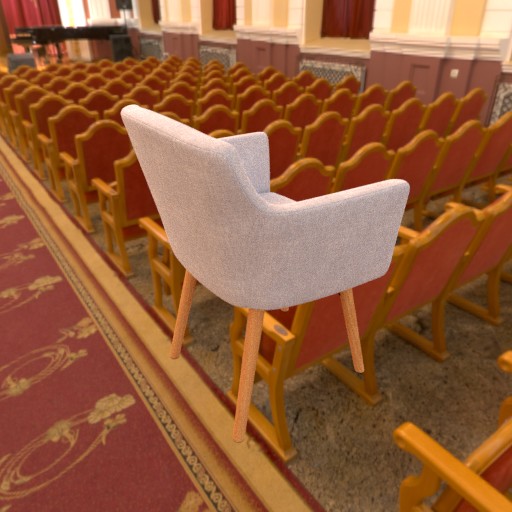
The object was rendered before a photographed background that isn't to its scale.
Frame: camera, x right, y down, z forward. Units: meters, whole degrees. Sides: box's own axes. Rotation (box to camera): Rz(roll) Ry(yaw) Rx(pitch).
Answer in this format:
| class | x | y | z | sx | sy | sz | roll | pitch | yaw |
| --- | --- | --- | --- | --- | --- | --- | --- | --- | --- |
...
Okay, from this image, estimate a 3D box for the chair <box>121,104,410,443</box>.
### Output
| class | x | y | z | sx | sy | sz | roll | pitch | yaw |
| --- | --- | --- | --- | --- | --- | --- | --- | --- | --- |
| chair | 0.000 | 0.000 | 1.179 | 0.540 | 0.780 | 0.570 | -18 | 34 | -30 |
